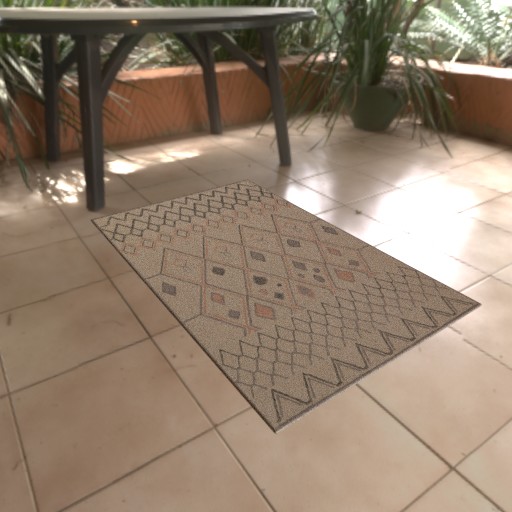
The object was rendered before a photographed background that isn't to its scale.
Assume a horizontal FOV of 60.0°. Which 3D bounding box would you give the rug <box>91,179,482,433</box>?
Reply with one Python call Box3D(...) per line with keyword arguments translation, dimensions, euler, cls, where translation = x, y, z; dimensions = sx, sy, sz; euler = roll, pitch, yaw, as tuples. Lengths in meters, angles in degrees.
Box3D(translation=(0.000, 0.000, 3.072), dimensions=(1.524, 0.015, 2.438), euler=(-20, 36, -30), cls="rug")
